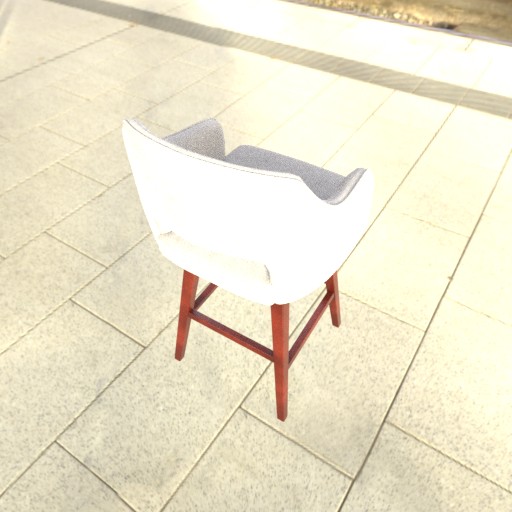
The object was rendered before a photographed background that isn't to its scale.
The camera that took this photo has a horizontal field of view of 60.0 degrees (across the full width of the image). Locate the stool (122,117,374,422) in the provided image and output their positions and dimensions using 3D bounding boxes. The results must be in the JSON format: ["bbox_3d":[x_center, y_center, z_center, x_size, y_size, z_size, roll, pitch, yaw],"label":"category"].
[{"bbox_3d":[0.000,0.000,1.350,0.548,1.012,0.558,24,51,21],"label":"stool"}]
